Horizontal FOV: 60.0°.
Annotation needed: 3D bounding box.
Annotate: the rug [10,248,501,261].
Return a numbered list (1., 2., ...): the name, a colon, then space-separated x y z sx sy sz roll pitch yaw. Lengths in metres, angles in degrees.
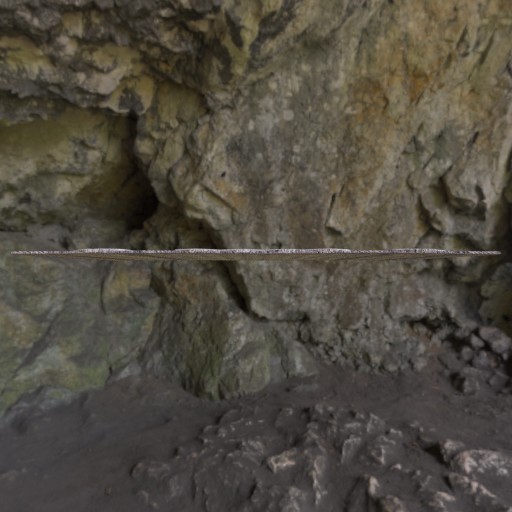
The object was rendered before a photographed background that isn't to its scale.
1. rug: 0.000 0.000 2.847 2.333 0.033 1.513 0 -2 0
